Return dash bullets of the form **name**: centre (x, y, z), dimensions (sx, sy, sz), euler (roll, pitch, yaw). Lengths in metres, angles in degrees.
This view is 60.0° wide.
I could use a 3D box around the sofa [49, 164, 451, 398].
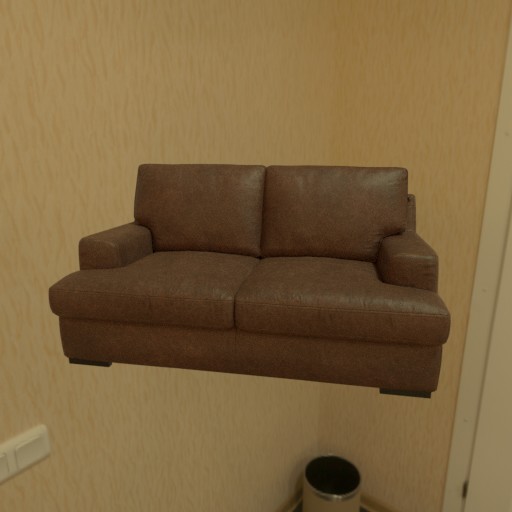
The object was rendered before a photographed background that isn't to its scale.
- **sofa**: centre (0.000, 0.000, 2.456), dimensions (1.880, 0.939, 1.143), euler (3, 16, 10)
